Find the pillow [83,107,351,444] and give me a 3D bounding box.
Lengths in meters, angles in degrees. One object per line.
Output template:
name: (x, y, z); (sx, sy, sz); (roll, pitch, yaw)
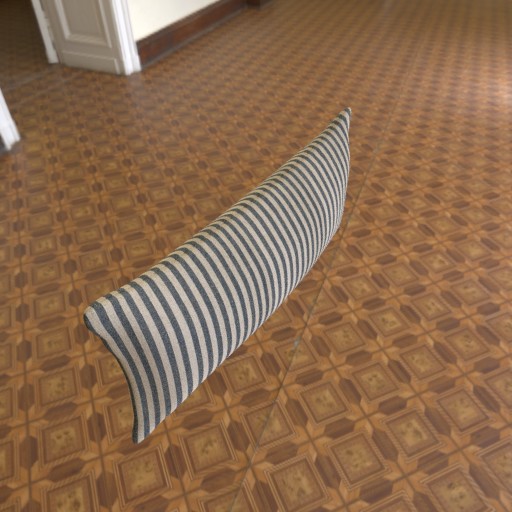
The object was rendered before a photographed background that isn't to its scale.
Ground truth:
pillow: (0.000, 0.000, 0.738); (0.151, 0.295, 0.617); (25, 48, 25)
